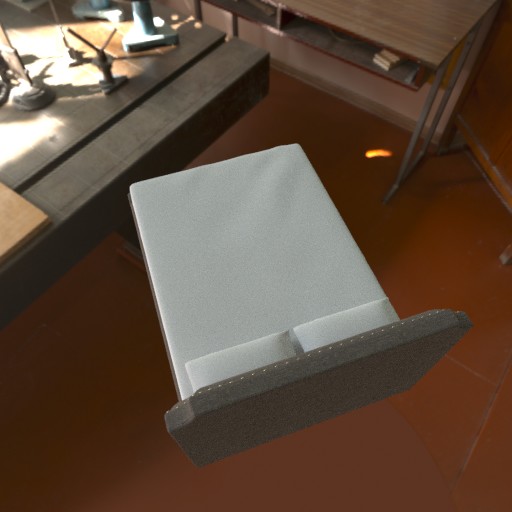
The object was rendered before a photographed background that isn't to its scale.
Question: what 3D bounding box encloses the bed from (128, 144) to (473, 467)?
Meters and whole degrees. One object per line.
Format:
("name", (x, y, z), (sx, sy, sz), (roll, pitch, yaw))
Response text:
("bed", (0.000, 0.000, 3.387), (1.713, 1.457, 2.381), (-16, 58, -10))
